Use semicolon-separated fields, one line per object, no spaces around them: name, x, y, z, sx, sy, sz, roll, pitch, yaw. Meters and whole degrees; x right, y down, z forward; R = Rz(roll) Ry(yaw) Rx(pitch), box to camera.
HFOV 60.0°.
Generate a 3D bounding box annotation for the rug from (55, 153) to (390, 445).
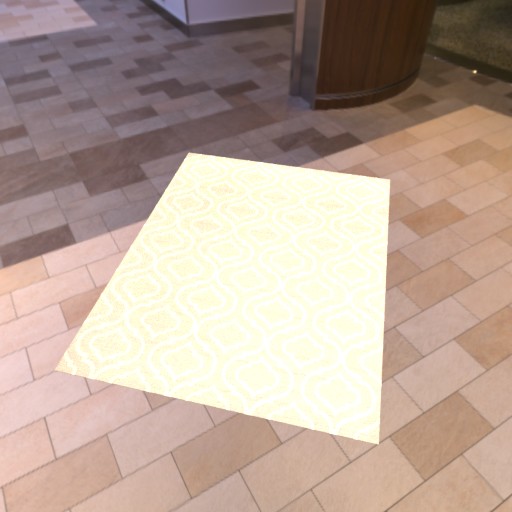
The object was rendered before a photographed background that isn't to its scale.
rug;0.000;0.000;3.975;2.283;0.006;2.892;10;47;9
